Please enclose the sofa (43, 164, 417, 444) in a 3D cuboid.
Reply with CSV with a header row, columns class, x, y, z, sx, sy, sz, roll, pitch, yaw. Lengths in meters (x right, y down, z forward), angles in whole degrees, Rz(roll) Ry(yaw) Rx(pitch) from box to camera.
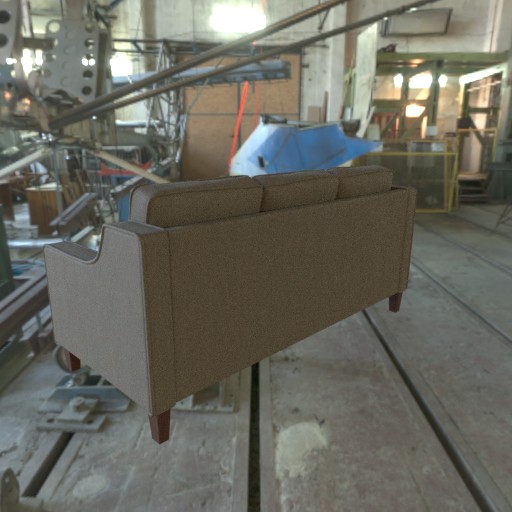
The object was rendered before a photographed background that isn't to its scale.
class,x,y,z,sx,sy,sz,roll,pitch,yaw
sofa,0.000,0.000,2.507,0.911,0.974,1.986,14,21,43
